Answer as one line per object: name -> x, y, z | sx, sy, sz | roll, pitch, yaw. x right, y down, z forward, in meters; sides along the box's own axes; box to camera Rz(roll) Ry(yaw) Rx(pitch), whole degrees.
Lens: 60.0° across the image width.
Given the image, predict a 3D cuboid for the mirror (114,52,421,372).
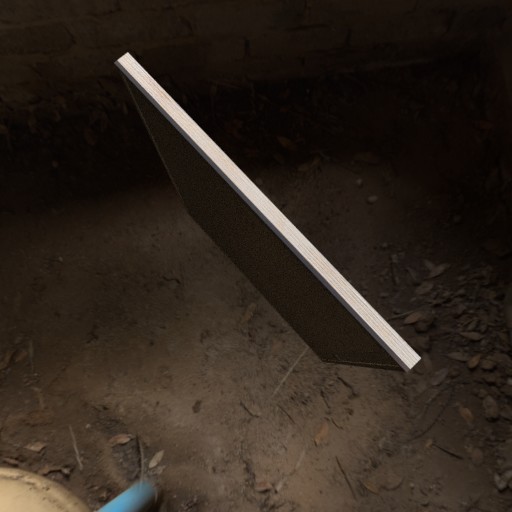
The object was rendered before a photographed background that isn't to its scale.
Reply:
mirror -> 0.000, 0.000, 1.175 | 0.032, 0.882, 0.730 | -41, 81, -8
